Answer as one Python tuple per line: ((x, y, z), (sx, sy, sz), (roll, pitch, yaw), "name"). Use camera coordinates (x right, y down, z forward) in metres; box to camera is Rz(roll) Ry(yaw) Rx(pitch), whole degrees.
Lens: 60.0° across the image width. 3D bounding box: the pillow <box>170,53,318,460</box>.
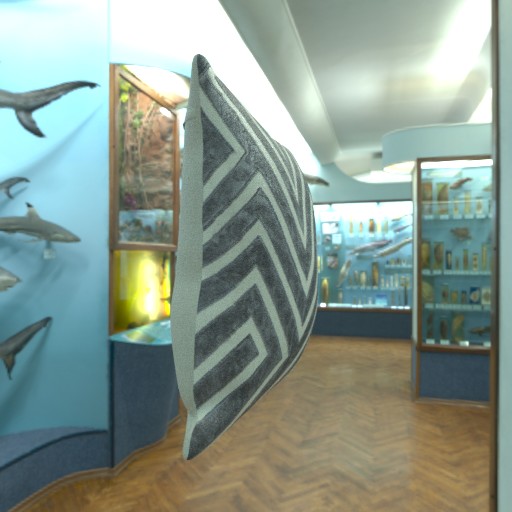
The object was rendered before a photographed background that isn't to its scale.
((0.000, 0.000, 0.676), (0.182, 0.441, 0.440), (0, 0, 17), "pillow")
